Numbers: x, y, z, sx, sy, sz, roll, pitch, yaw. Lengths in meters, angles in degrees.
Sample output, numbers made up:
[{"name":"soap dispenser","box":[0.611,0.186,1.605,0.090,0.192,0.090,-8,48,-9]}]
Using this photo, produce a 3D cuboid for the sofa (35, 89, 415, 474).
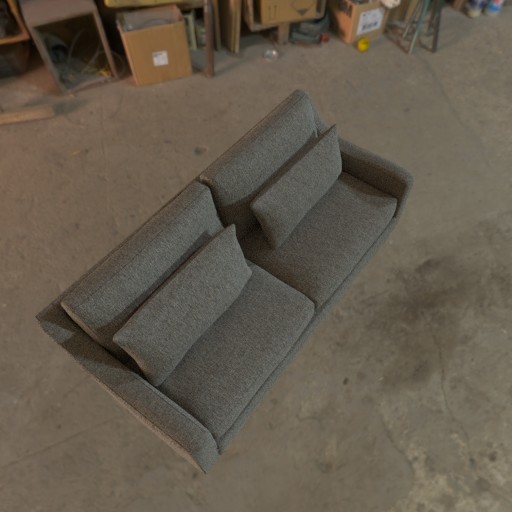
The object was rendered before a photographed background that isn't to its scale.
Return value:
[{"name":"sofa","box":[0.000,0.000,2.921,1.103,0.998,2.418,34,63,19]}]
